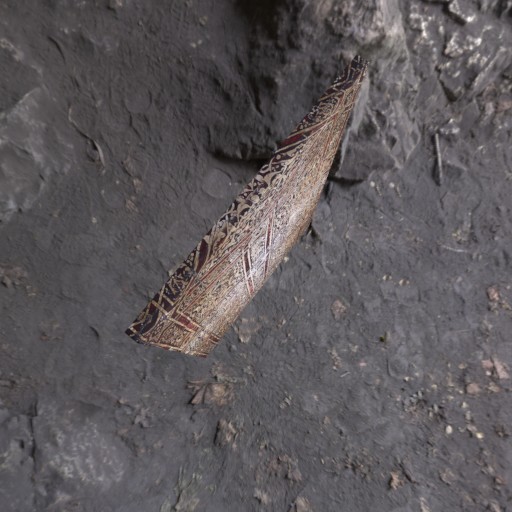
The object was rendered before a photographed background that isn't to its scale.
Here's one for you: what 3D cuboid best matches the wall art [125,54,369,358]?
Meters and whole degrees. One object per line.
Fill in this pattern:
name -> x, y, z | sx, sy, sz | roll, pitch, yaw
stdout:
wall art -> 0.000, 0.000, 0.757 | 0.020, 0.599, 0.397 | 37, 79, 9
